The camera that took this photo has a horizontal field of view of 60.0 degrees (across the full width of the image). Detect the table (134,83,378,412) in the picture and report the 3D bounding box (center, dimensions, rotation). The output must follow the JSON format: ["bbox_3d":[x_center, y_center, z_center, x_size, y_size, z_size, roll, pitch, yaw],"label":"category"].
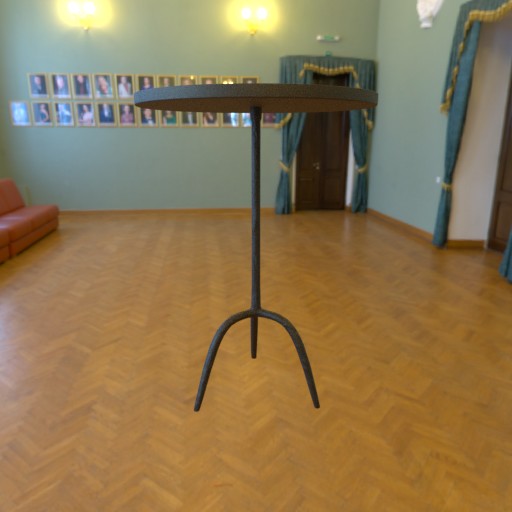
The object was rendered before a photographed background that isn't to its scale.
[{"bbox_3d":[0.000,0.000,1.032,0.502,0.700,0.502,-2,15,-8],"label":"table"}]
